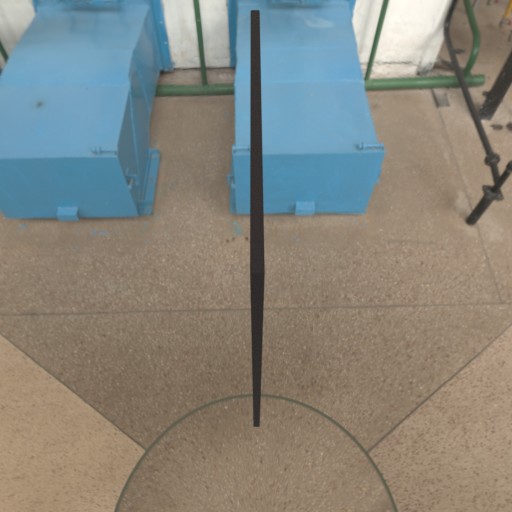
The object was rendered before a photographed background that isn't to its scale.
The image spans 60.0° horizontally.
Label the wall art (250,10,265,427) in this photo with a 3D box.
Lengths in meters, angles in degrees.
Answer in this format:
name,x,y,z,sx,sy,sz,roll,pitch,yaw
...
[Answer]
name,x,y,z,sx,sy,sz,roll,pitch,yaw
wall art,0.000,0.000,0.661,0.012,0.529,0.374,0,57,0
